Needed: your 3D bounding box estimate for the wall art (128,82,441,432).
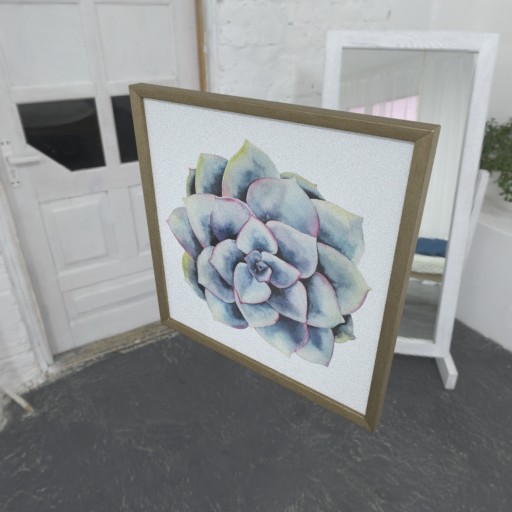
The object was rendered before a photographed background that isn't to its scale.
[{"bbox_3d":[0.000,0.000,0.753,0.503,0.506,0.030,20,36,30],"label":"wall art"}]
